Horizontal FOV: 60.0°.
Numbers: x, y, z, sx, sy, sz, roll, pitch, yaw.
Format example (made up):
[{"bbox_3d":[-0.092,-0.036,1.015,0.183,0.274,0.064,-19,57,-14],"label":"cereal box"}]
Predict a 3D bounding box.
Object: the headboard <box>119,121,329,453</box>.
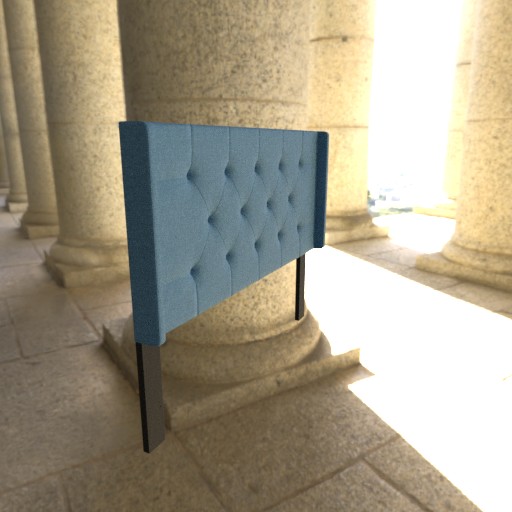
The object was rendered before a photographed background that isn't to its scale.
[{"bbox_3d":[0.000,0.000,2.743,0.184,1.524,2.051,8,16,27],"label":"headboard"}]
